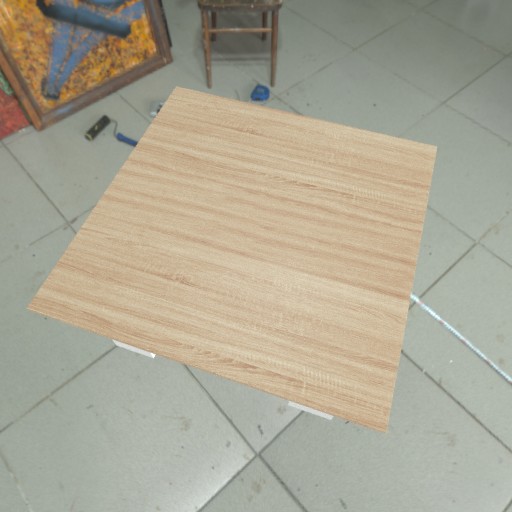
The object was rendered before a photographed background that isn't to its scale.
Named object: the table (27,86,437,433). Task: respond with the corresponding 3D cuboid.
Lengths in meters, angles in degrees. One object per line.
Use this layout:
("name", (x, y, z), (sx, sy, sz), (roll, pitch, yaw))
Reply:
("table", (0.000, 0.000, 1.060), (0.670, 0.305, 0.670), (16, 60, 10))
